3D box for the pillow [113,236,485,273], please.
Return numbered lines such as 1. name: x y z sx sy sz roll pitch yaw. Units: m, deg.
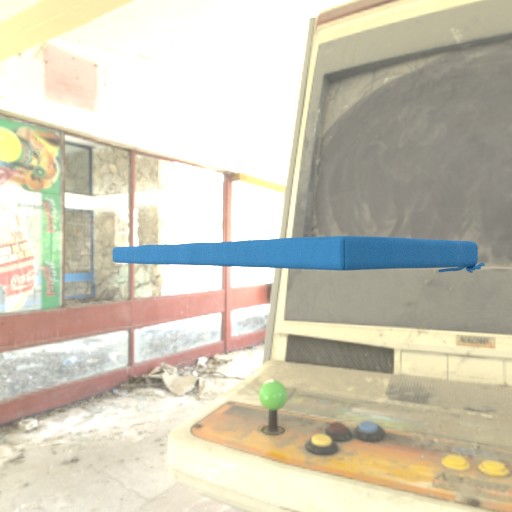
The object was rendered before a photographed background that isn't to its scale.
1. pillow: 0.000 0.000 1.337 0.492 0.081 1.187 0 0 -37
